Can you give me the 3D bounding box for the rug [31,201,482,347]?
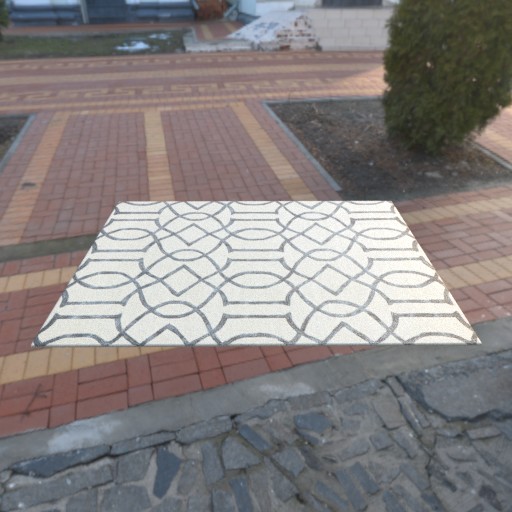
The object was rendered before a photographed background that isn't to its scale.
[{"bbox_3d":[0.000,0.000,3.788,2.910,0.021,2.211,0,32,0],"label":"rug"}]
